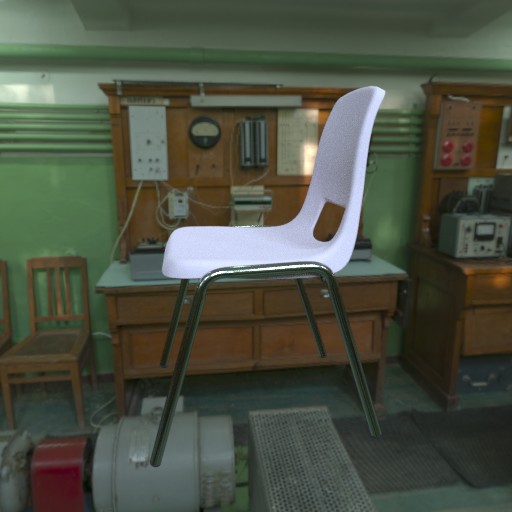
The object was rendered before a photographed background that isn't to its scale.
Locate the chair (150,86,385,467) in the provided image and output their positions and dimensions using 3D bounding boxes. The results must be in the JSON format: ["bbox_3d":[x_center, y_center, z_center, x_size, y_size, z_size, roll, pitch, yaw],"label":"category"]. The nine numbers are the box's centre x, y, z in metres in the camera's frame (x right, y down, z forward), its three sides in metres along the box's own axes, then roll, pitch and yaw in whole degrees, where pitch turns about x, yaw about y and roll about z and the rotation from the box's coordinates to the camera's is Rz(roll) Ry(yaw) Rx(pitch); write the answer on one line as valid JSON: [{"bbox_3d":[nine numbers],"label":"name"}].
[{"bbox_3d":[0.000,0.000,0.906,0.436,0.653,0.381,-2,14,-9],"label":"chair"}]
